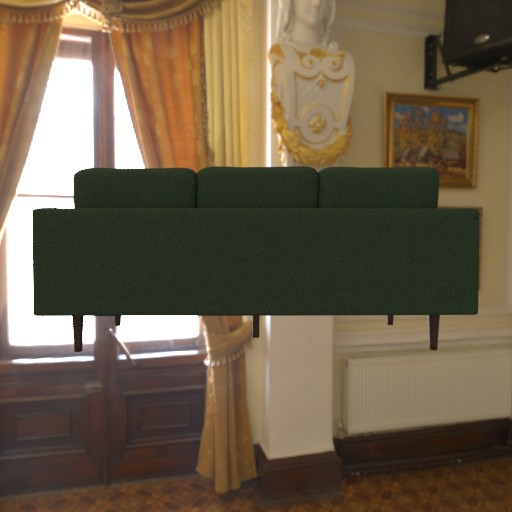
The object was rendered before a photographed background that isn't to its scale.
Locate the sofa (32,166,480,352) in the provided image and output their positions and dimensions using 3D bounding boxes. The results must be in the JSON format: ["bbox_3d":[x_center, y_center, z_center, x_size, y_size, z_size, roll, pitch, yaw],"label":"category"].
[{"bbox_3d":[0.000,0.000,2.446,2.029,0.899,0.879,0,2,-1],"label":"sofa"}]
